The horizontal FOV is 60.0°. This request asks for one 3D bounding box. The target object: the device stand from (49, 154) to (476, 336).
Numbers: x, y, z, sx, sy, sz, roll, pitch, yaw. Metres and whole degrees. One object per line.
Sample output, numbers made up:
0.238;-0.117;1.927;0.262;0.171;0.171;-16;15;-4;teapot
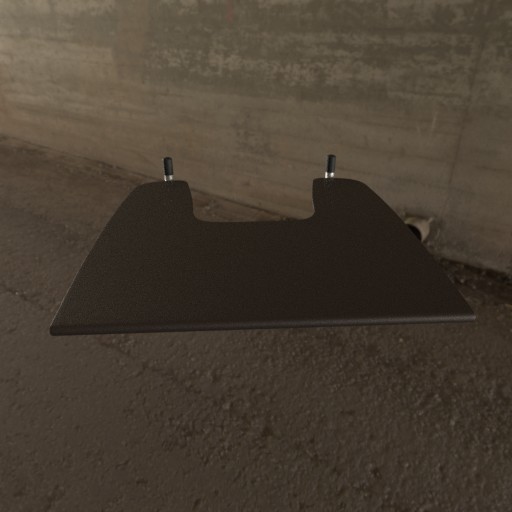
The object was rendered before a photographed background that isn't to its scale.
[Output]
0.000;0.000;0.347;0.230;0.092;0.230;-1;30;-3;device stand
